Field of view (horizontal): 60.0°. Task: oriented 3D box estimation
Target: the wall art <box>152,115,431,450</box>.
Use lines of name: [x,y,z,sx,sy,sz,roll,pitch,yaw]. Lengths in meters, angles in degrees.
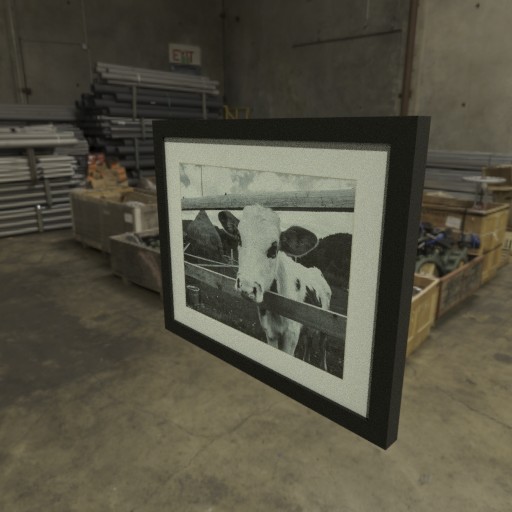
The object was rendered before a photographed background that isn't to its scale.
wall art: [0.000,0.000,0.556,0.024,0.329,0.404,-15,22,-42]
